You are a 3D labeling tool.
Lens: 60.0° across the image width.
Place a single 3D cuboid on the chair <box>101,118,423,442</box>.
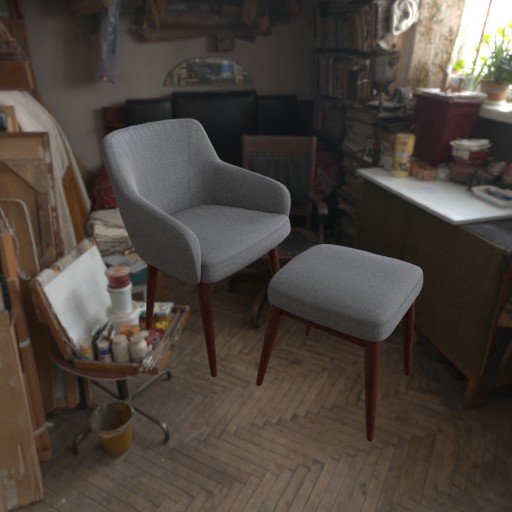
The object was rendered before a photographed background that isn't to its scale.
[{"bbox_3d":[0.000,0.000,1.572,1.107,0.799,0.584,18,32,31],"label":"chair"}]
